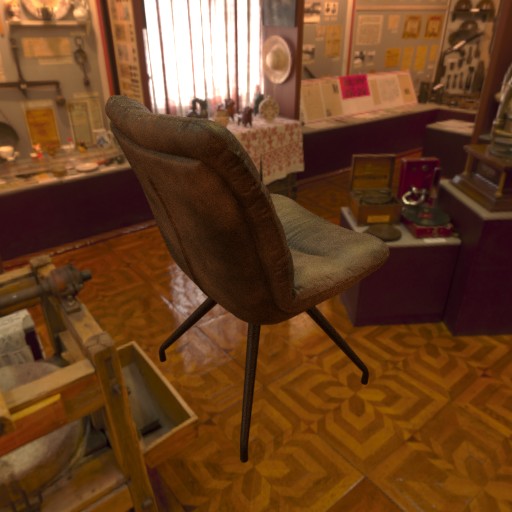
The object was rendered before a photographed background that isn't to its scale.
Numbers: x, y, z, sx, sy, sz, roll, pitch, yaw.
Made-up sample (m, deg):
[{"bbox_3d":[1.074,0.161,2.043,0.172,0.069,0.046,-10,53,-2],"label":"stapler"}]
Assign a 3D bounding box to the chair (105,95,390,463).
[{"bbox_3d":[0.000,0.000,1.242,0.622,0.870,0.549,-19,34,-32],"label":"chair"}]
